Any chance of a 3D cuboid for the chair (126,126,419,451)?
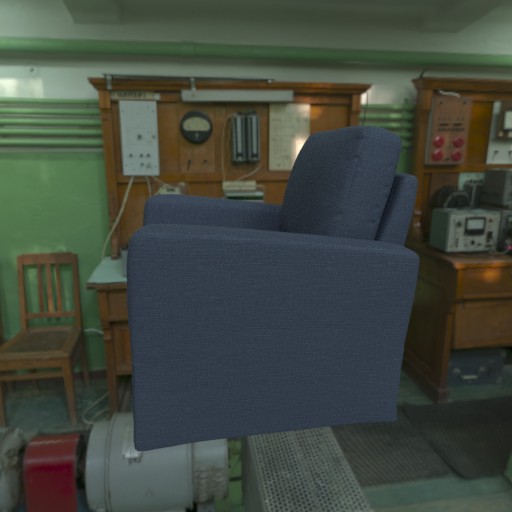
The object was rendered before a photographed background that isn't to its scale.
[{"bbox_3d":[0.000,0.000,1.526,0.863,0.855,0.798,-3,15,-10],"label":"chair"}]
